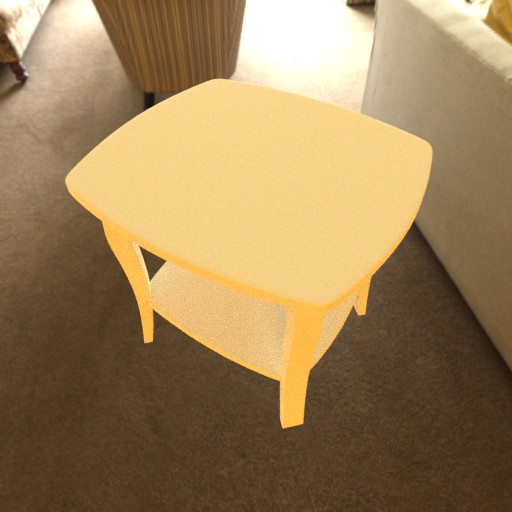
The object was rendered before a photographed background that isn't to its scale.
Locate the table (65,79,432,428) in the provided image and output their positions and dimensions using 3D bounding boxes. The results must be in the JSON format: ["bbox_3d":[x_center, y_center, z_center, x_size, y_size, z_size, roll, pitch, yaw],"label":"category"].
[{"bbox_3d":[0.000,0.000,0.852,0.502,0.438,0.451,25,52,21],"label":"table"}]
